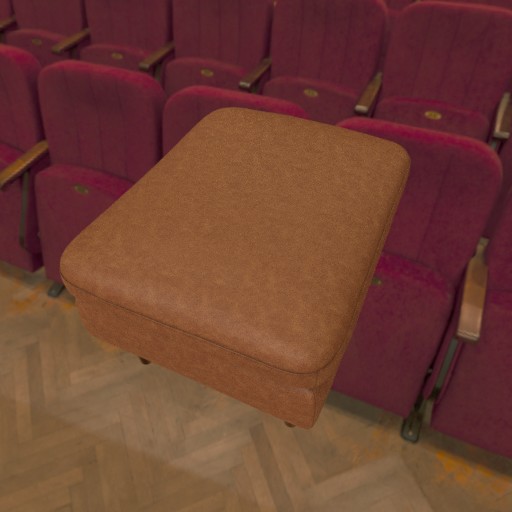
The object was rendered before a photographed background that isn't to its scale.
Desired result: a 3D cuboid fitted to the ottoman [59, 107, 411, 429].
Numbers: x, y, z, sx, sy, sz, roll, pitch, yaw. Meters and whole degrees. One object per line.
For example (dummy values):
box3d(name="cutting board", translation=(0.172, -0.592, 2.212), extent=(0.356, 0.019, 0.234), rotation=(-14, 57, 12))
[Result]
box3d(name="ottoman", translation=(0.000, 0.000, 1.135), extent=(0.593, 0.478, 0.747), rotation=(18, 49, 16))
